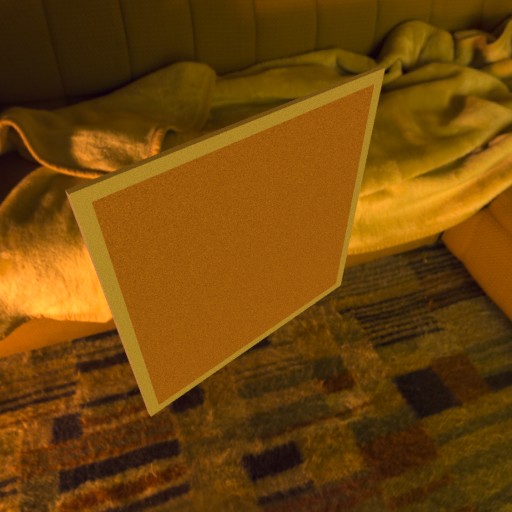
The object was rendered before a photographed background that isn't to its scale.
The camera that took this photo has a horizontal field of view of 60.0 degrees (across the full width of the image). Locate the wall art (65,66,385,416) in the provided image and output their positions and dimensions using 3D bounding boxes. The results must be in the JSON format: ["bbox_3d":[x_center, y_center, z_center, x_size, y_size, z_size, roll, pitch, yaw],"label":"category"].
[{"bbox_3d":[0.000,0.000,0.677,0.456,0.457,0.009,-30,52,-27],"label":"wall art"}]
